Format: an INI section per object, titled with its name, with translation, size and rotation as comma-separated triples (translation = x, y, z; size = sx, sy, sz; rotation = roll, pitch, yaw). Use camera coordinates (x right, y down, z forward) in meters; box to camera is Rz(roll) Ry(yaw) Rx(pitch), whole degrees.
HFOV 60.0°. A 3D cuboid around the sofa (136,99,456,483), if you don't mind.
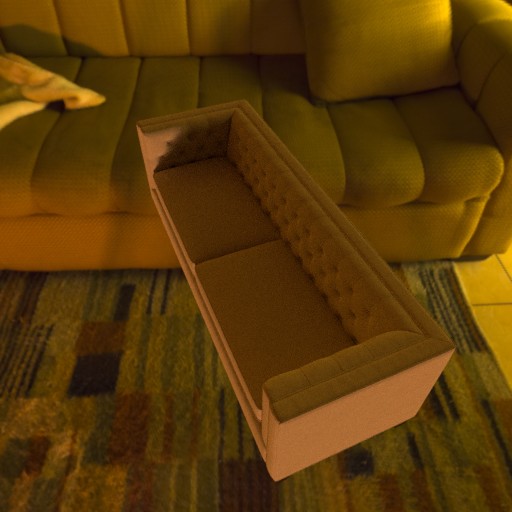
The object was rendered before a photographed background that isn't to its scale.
[sofa]
translation = 0.000, 0.000, 2.554
size = 0.775, 0.762, 2.159
rotation = -17, 49, -16
